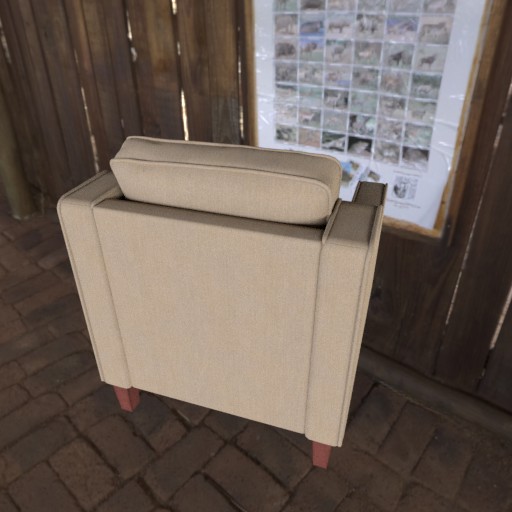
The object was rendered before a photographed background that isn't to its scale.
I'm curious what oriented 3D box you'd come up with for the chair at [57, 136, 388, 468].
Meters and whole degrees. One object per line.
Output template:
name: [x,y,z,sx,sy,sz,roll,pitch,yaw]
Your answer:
chair: [0.000,0.000,1.608,0.831,0.960,0.909,10,32,16]
